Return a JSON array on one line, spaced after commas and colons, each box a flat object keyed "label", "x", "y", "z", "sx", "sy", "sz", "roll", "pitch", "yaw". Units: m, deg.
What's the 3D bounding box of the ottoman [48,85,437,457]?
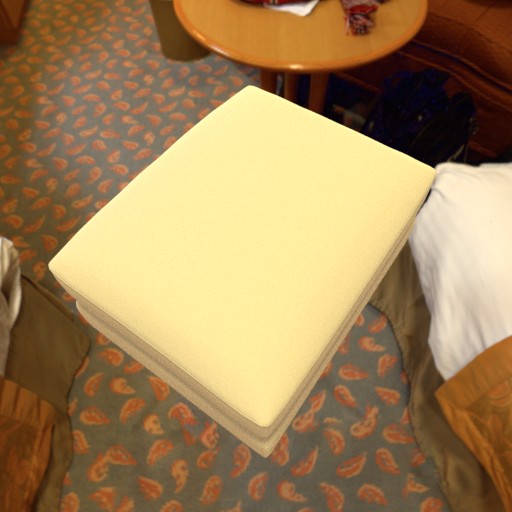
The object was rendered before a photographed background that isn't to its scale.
[{"label": "ottoman", "x": 0.000, "y": 0.000, "z": 1.145, "sx": 0.584, "sy": 0.513, "sz": 0.741, "roll": 31, "pitch": 63, "yaw": 18}]
